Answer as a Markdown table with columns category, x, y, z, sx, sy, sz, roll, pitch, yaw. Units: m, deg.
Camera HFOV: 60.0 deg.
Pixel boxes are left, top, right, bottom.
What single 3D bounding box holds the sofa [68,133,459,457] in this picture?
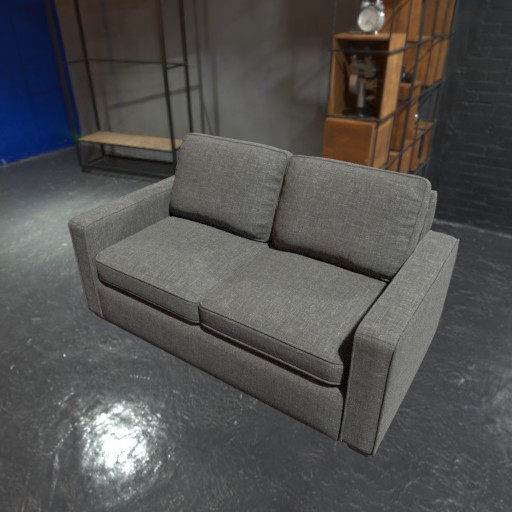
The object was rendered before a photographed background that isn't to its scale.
| category | x | y | z | sx | sy | sz | roll | pitch | yaw |
| --- | --- | --- | --- | --- | --- | --- | --- | --- | --- |
| sofa | 0.000 | 0.000 | 2.212 | 1.709 | 0.918 | 0.947 | 19 | 35 | 29 |
